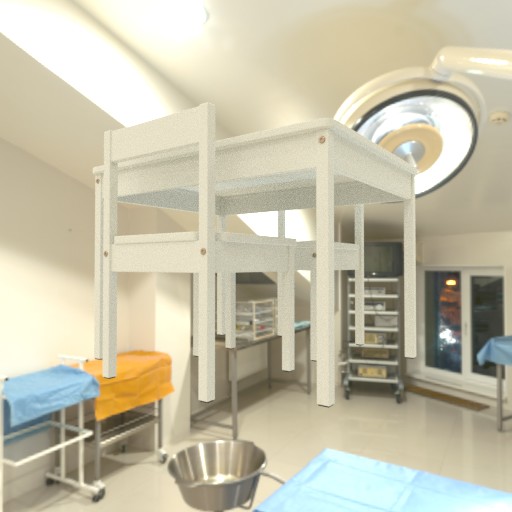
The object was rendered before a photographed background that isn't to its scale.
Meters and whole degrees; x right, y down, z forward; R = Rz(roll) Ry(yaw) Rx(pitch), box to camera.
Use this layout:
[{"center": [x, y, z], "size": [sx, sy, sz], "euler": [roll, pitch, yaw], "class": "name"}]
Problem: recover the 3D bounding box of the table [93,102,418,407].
[{"center": [0.000, 0.000, 1.091], "size": [0.650, 0.503, 0.672], "euler": [-1, -1, 36], "class": "table"}]
